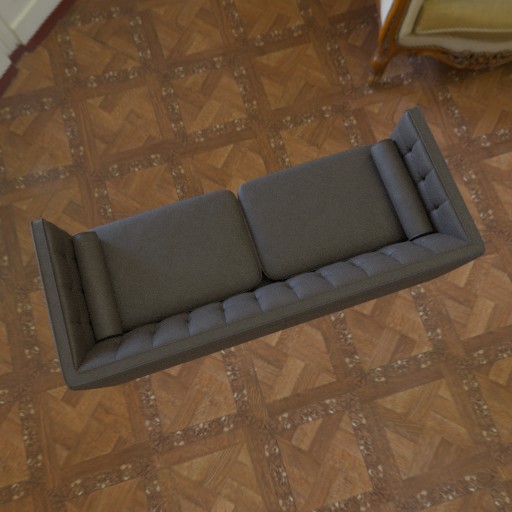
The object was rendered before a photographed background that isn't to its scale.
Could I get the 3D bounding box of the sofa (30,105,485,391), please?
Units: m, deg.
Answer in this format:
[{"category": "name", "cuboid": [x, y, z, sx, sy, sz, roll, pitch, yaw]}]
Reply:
[{"category": "sofa", "cuboid": [0.000, 0.000, 2.500, 2.087, 0.789, 0.867, -18, 76, -4]}]
